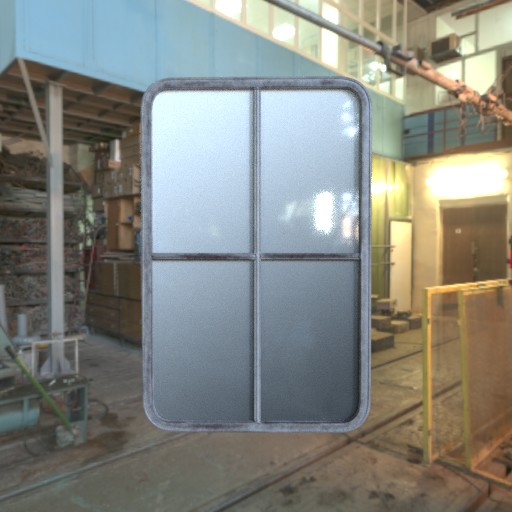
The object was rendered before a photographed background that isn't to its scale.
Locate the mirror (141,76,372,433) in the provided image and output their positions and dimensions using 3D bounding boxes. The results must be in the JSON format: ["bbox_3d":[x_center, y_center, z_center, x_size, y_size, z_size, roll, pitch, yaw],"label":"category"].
[{"bbox_3d":[0.000,0.000,0.895,0.461,0.713,0.024,0,1,1],"label":"mirror"}]
